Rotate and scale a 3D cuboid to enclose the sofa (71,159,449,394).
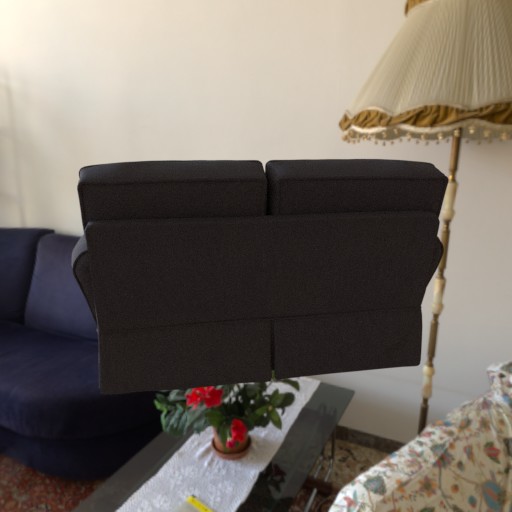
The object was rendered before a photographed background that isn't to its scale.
[{"bbox_3d":[0.000,0.000,2.433,1.801,1.059,0.997,-3,15,-10],"label":"sofa"}]
